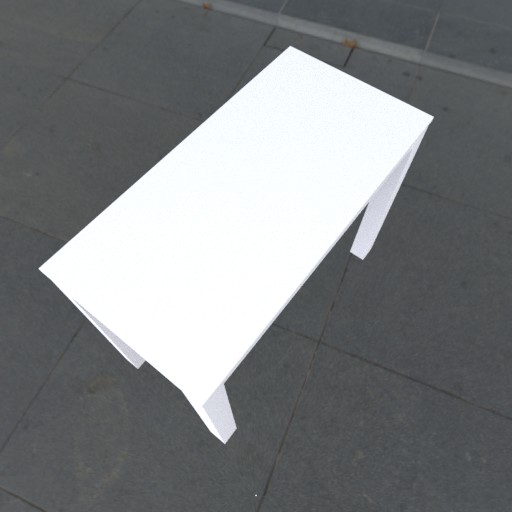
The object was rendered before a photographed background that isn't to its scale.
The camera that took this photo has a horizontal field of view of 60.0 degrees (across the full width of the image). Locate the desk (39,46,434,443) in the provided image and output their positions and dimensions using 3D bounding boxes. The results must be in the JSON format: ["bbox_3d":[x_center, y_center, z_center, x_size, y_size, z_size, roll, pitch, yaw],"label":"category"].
[{"bbox_3d":[0.000,0.000,1.467,0.497,0.762,0.990,34,67,17],"label":"desk"}]
